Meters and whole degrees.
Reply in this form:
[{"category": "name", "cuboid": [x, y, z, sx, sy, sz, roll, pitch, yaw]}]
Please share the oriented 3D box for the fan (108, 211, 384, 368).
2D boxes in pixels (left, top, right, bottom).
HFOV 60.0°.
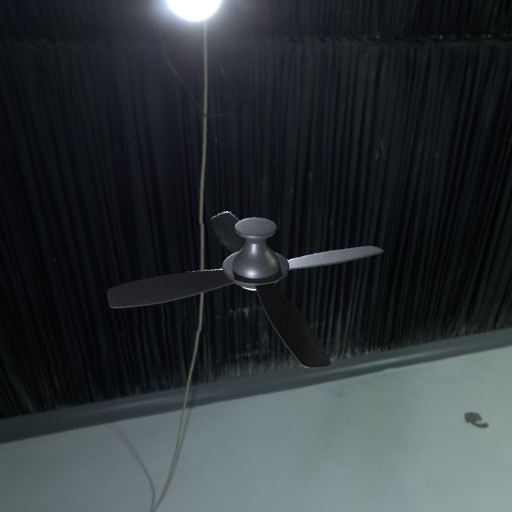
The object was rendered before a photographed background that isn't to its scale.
[{"category": "fan", "cuboid": [0.000, 0.000, 2.586, 1.694, 0.382, 1.694, -10, 31, -16]}]
